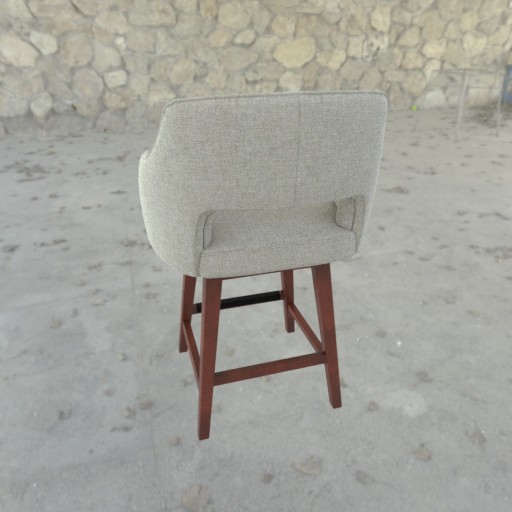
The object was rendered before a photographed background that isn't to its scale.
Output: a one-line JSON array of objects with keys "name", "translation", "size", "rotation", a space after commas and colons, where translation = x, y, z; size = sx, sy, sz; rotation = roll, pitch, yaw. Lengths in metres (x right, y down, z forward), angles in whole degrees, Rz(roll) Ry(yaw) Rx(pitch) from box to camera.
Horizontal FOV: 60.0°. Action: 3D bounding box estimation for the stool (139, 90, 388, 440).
[{"name": "stool", "translation": [0.000, 0.000, 1.274], "size": [0.599, 0.944, 0.558], "rotation": [-8, 28, -15]}]
